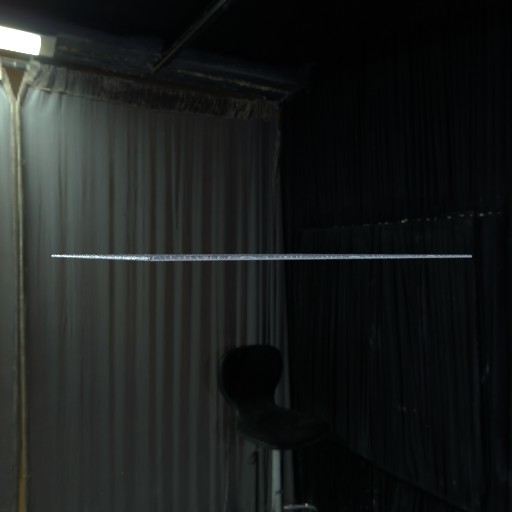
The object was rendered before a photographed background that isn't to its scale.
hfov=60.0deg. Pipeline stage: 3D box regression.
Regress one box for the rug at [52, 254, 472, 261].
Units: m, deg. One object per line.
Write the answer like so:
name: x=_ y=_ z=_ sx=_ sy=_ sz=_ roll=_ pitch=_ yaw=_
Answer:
rug: x=0.000 y=0.000 z=4.105 sx=3.042 sy=0.021 sz=2.456 roll=0 pitch=1 yaw=-35
